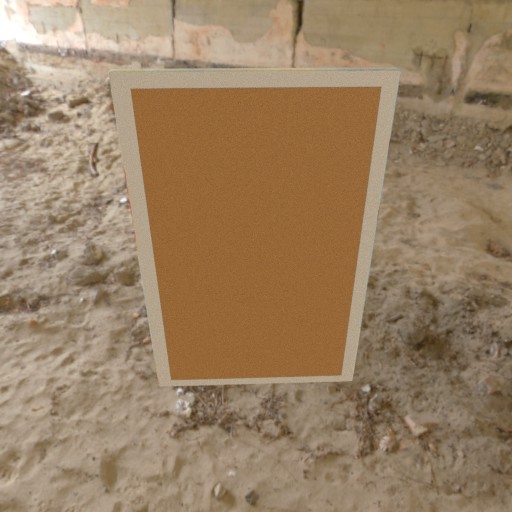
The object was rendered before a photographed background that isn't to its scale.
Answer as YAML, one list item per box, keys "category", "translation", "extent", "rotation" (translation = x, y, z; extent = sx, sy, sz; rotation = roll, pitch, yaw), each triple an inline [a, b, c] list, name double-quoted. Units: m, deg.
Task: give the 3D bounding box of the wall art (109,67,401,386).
- category: "wall art"
  translation: [0.000, 0.000, 1.164]
  extent: [0.605, 0.915, 0.037]
  rotation: [-1, 31, -2]
